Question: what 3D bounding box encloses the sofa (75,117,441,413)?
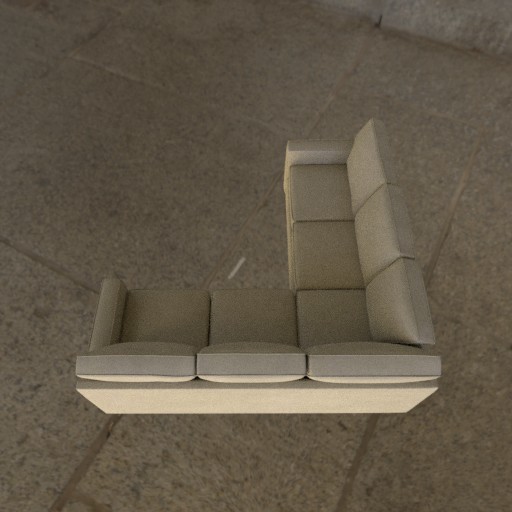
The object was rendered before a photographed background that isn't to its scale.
[{"bbox_3d":[0.000,0.000,3.411,2.211,0.936,2.188,-1,58,0],"label":"sofa"}]
